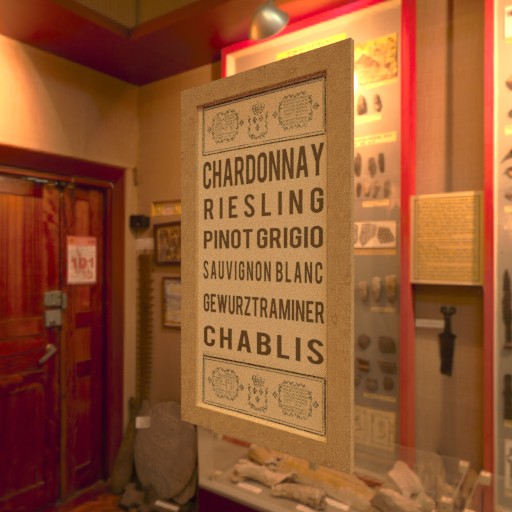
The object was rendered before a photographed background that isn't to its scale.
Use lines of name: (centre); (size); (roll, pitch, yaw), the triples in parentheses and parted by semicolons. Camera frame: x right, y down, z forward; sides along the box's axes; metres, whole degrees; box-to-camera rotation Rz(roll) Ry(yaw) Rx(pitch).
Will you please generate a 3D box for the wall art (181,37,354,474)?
wall art: (0.000, 0.000, 0.812); (0.381, 0.683, 0.013); (0, 0, 37)
